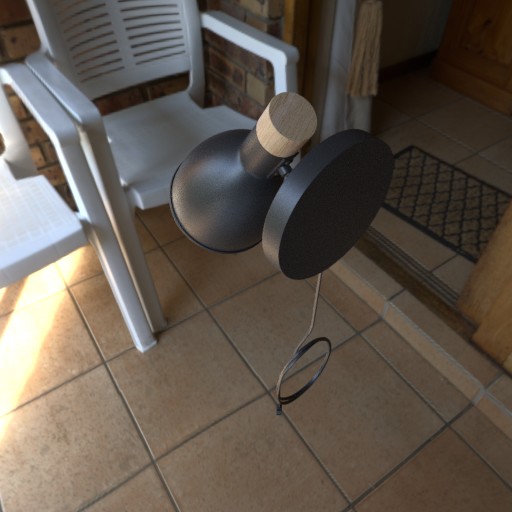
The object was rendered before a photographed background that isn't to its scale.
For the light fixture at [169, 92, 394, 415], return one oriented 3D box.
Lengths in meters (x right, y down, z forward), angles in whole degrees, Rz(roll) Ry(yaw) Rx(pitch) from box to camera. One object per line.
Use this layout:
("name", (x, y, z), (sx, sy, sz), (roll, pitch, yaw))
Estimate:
("light fixture", (0.000, 0.000, 0.492), (0.127, 0.401, 0.203), (-31, 54, -26))
